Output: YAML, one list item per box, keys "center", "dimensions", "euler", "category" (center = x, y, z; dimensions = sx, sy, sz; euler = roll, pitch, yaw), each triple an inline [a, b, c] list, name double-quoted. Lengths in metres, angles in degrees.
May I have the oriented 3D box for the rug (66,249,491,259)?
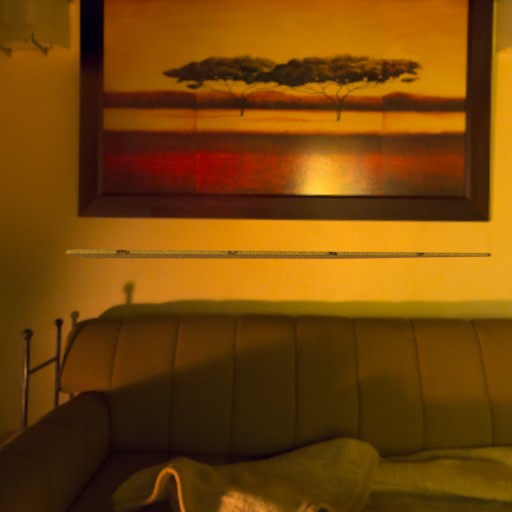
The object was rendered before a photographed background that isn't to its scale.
- center: [0.000, 0.000, 4.088]
  dimensions: [3.047, 0.029, 2.438]
  euler: [0, -1, -19]
  category: "rug"
